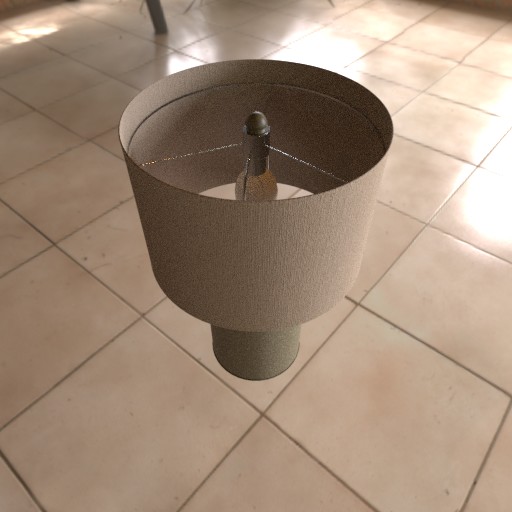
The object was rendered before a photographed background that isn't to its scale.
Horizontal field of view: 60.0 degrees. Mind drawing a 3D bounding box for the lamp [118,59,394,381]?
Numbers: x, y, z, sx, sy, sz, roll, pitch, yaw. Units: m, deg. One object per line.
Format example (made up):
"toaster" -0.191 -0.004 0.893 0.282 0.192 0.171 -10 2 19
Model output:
"lamp" 0.000 0.000 0.696 0.318 0.486 0.318 0 46 0
